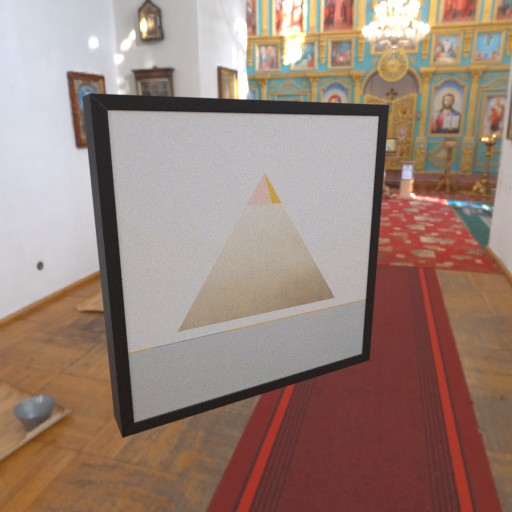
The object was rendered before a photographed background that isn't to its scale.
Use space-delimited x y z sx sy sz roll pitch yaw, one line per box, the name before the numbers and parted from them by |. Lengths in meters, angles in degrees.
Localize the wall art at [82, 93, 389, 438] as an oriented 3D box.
wall art | 0.000 0.000 0.458 0.304 0.303 0.037 -8 18 -28
